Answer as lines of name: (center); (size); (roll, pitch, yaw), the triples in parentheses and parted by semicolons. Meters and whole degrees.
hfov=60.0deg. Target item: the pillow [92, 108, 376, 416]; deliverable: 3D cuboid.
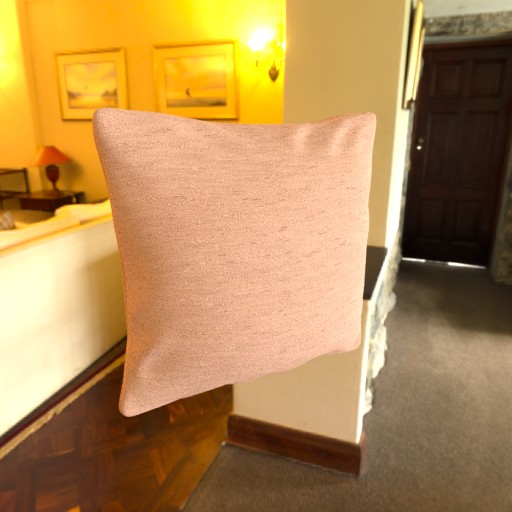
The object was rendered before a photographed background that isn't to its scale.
pillow: (0.000, 0.000, 0.661); (0.432, 0.415, 0.246); (-9, 19, -28)
